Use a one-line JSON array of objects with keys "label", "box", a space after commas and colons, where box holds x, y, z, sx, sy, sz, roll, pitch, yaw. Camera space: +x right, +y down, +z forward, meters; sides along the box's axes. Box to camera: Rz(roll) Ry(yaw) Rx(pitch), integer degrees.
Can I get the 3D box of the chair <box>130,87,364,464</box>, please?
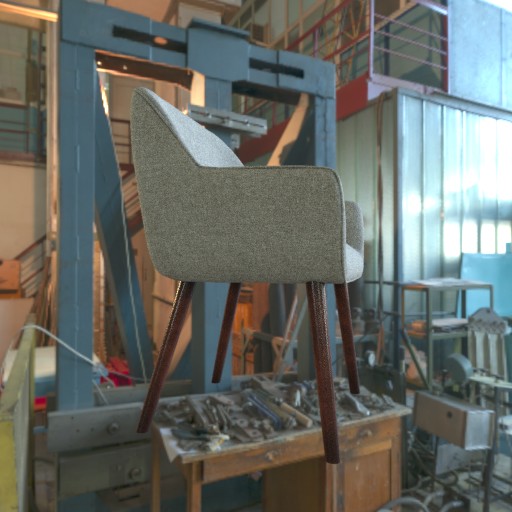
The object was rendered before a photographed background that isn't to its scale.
[{"label": "chair", "box": [0.000, 0.000, 1.160, 0.519, 0.803, 0.543, 0, -1, 18]}]
